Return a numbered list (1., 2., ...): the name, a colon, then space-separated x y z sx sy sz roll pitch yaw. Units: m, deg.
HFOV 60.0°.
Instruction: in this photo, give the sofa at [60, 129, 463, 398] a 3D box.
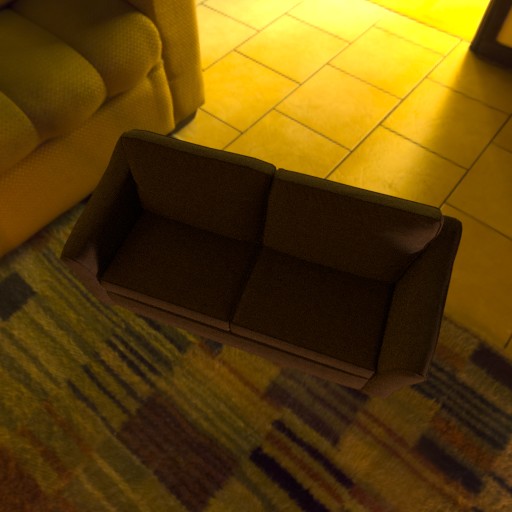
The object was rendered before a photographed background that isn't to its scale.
1. sofa: 0.000 0.000 2.795 2.270 0.950 0.971 17 60 10
